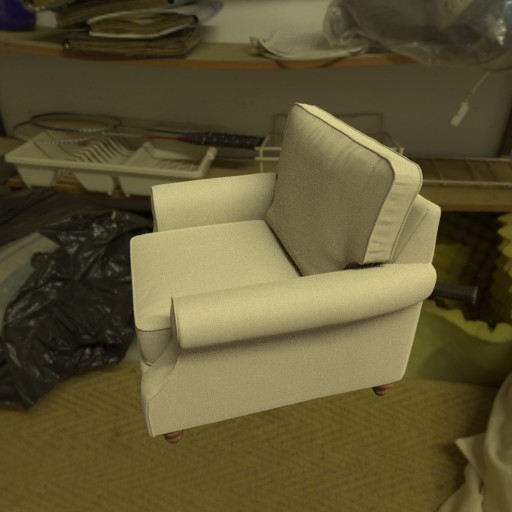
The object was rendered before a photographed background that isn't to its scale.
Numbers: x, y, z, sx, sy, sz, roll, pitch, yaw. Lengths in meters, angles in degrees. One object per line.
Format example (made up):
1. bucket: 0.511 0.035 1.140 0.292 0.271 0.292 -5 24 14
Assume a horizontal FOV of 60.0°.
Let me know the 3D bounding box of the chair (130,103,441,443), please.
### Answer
1. chair: 0.000 0.000 1.709 0.966 0.967 1.029 -8 32 -13
